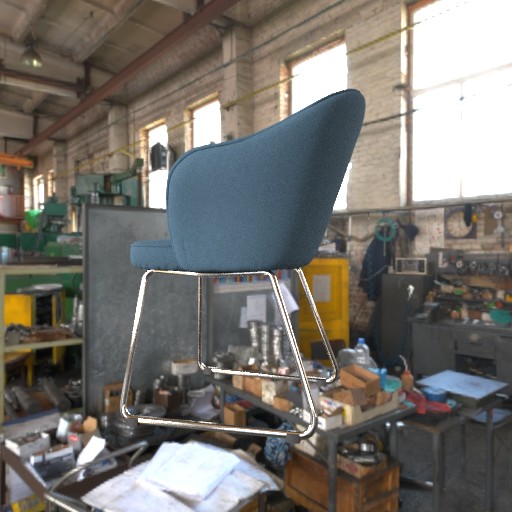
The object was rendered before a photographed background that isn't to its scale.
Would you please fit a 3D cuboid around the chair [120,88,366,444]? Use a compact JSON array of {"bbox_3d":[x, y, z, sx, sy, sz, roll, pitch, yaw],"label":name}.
[{"bbox_3d":[0.000,0.000,1.224,0.585,0.815,0.570,0,1,17],"label":"chair"}]
